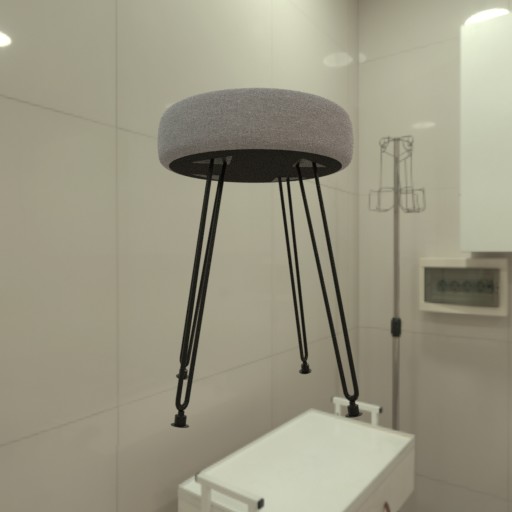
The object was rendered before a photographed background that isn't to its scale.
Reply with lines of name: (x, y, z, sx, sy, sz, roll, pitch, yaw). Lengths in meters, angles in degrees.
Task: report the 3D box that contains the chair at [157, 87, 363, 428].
chair: (0.000, 0.000, 0.699, 0.350, 0.440, 0.350, 0, 0, 36)
